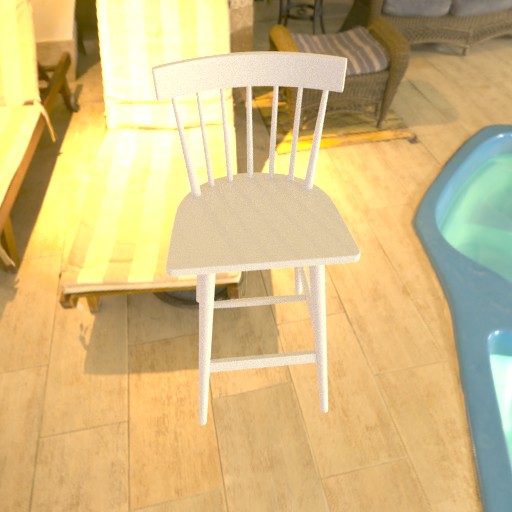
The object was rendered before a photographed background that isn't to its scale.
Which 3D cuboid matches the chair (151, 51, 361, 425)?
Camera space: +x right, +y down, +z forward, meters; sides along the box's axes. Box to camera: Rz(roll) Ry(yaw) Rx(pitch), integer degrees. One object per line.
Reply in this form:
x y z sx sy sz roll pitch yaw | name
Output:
0.000 0.000 1.372 0.483 1.092 0.572 -4 47 -4 | chair
